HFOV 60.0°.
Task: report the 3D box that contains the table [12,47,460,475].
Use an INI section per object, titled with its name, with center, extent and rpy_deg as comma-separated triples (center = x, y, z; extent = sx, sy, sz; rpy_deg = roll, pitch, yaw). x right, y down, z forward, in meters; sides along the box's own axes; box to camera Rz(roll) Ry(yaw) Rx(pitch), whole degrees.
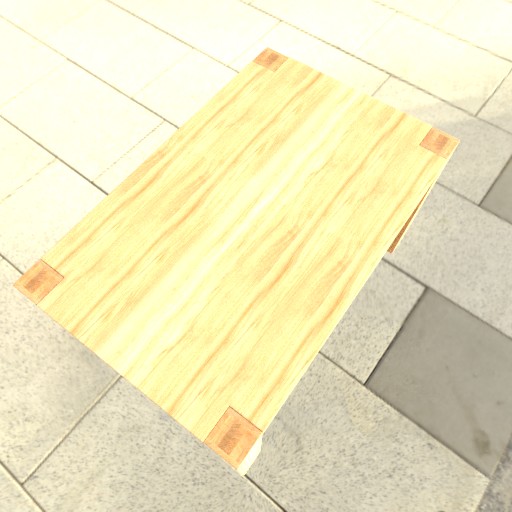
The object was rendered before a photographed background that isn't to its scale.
[table]
center = 0.000, 0.000, 1.882
extent = 0.900, 0.760, 1.400
rpy_deg = 33, 67, 16
